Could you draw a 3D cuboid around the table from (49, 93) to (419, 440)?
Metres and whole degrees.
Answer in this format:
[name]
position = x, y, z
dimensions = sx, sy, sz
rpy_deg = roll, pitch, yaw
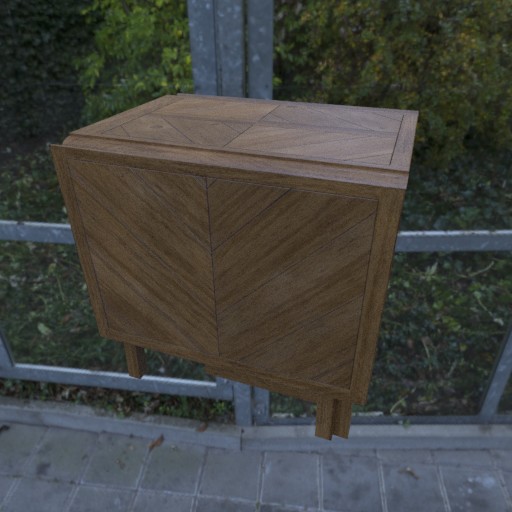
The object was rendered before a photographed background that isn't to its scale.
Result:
[table]
position = 0.000, 0.000, 1.285
dimensions = 0.746, 0.763, 0.591
rpy_deg = 10, 33, 17
